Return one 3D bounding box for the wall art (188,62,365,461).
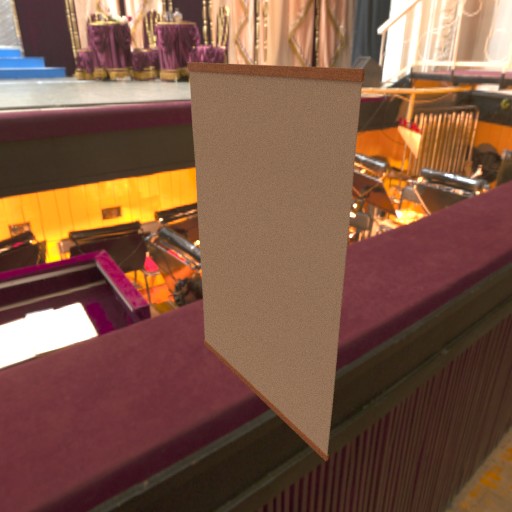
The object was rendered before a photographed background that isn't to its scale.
[{"bbox_3d":[0.000,0.000,1.924,0.019,1.527,1.019,-17,30,-32],"label":"wall art"}]
